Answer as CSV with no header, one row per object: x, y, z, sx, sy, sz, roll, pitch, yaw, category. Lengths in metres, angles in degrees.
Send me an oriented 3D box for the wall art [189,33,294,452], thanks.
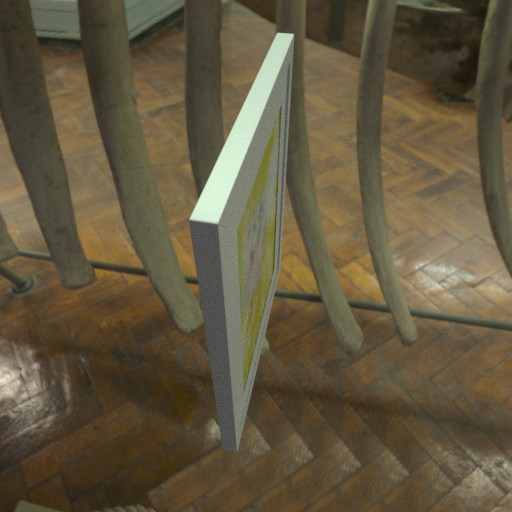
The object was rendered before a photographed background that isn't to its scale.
0.000,0.000,0.749,0.028,0.556,0.454,9,47,8,wall art
